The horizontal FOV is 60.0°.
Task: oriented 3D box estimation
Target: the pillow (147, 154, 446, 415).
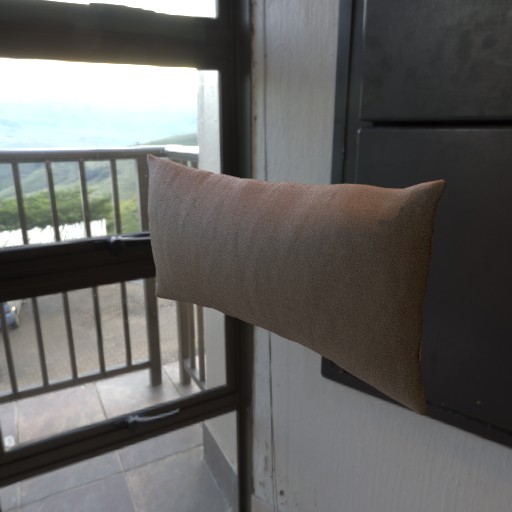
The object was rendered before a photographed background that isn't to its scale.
[{"bbox_3d":[0.000,0.000,0.736,0.612,0.308,0.148,15,22,42],"label":"pillow"}]
